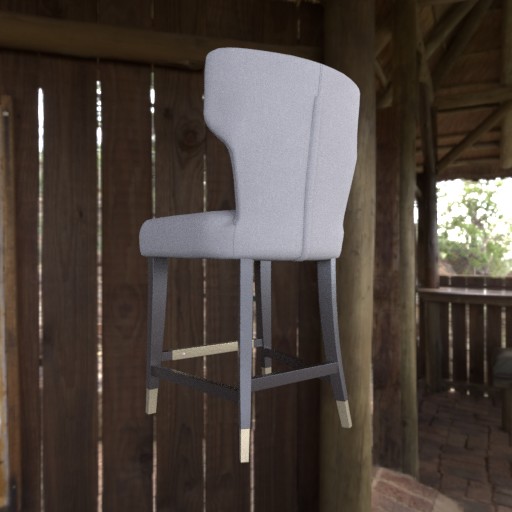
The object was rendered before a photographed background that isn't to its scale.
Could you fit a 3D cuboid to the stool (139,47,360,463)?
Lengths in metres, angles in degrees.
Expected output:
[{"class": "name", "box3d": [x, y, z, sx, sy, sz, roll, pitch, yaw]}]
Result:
[{"class": "stool", "box3d": [0.000, 0.000, 1.325, 0.527, 0.982, 0.563, 0, 0, -36]}]
